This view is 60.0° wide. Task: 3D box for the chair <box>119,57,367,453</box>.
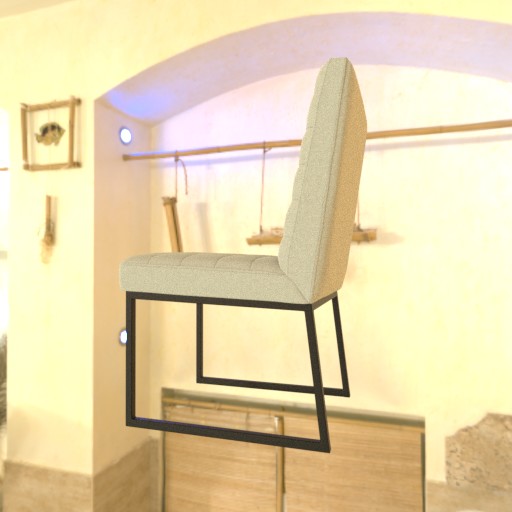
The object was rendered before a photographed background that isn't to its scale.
[{"bbox_3d":[0.000,0.000,1.339,0.634,0.930,0.520,0,-1,18],"label":"chair"}]
